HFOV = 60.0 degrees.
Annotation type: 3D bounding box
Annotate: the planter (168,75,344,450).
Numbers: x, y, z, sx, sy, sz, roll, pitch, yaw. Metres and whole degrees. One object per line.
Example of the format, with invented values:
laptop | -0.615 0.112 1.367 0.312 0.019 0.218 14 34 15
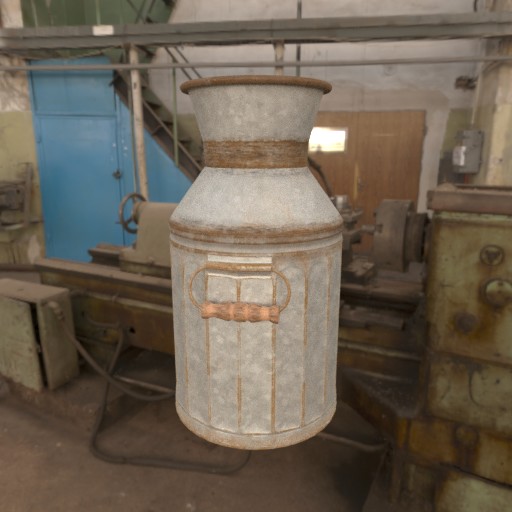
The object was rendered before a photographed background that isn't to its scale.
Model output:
planter | 0.000 0.000 0.549 0.214 0.396 0.245 2 14 9
